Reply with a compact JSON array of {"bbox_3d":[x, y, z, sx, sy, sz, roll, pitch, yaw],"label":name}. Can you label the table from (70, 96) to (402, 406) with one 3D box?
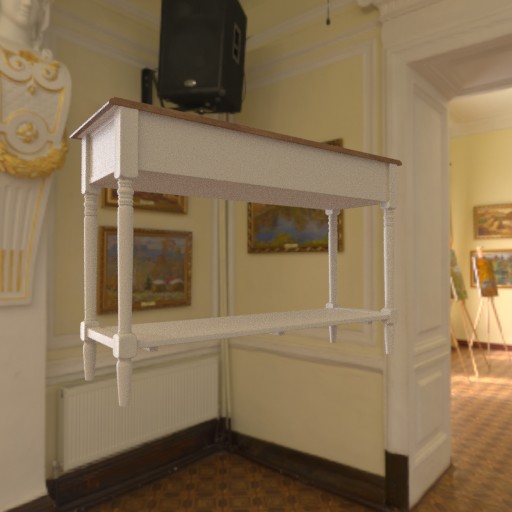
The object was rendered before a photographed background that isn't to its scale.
[{"bbox_3d":[0.000,0.000,1.642,1.219,0.800,0.399,1,-1,-36],"label":"table"}]
